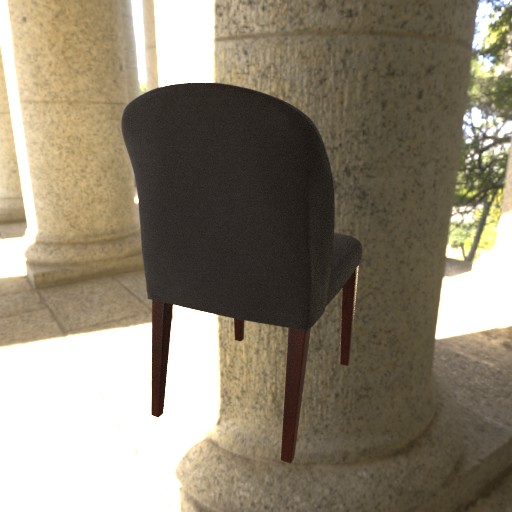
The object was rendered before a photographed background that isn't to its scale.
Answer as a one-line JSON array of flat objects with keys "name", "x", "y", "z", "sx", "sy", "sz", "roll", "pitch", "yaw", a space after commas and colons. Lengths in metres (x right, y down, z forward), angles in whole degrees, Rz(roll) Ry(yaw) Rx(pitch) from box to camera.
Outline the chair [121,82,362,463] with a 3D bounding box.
[{"name": "chair", "x": 0.000, "y": 0.000, "z": 1.270, "sx": 0.506, "sy": 0.879, "sz": 0.619, "roll": 8, "pitch": 18, "yaw": 25}]
